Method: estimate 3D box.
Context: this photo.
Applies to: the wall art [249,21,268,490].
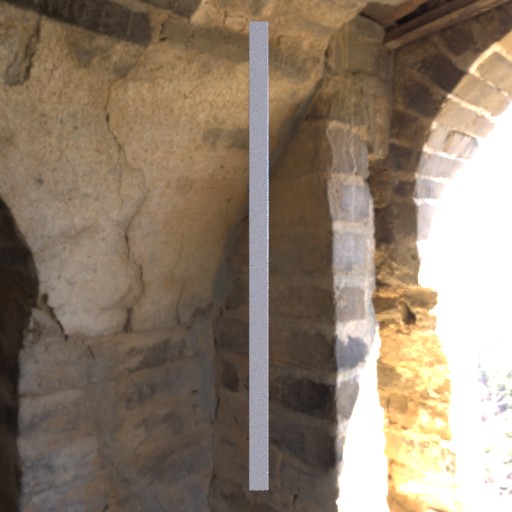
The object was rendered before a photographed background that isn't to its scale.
[{"bbox_3d":[0.000,0.000,0.776,0.025,0.608,0.405,0,0,-1],"label":"wall art"}]
